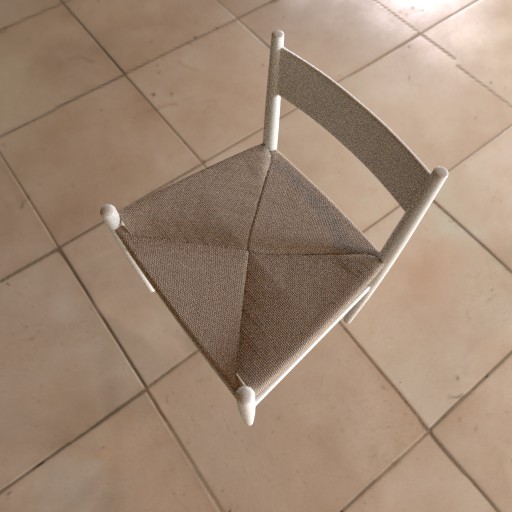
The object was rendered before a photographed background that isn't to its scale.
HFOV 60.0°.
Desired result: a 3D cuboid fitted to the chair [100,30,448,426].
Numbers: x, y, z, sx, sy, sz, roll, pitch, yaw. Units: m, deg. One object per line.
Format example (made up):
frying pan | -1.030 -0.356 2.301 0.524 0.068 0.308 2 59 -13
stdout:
chair | 0.000 0.000 1.084 0.495 0.762 0.556 -35 69 -16
